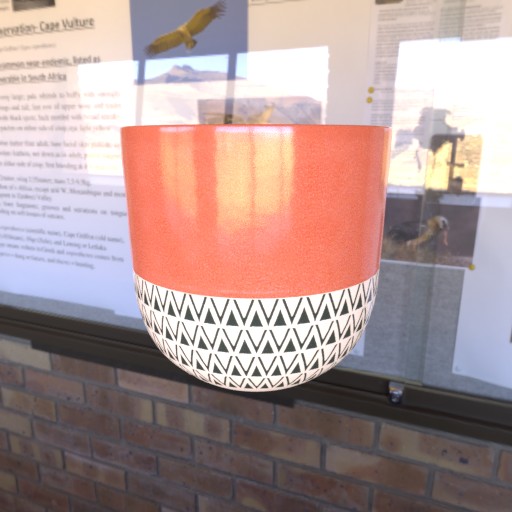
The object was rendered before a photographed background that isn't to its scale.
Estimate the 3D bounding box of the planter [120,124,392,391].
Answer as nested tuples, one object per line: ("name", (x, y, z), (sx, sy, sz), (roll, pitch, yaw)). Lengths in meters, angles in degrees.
("planter", (0.000, 0.000, 0.485), (0.266, 0.270, 0.266), (0, 15, 0))
